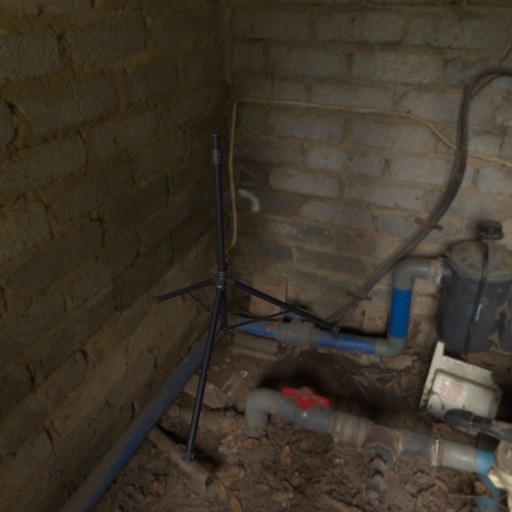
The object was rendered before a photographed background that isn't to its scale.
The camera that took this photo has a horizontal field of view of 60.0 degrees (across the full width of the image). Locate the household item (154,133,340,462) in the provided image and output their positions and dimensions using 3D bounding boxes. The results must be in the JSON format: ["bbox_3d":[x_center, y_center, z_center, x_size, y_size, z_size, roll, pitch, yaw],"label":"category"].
[{"bbox_3d":[0.000,0.000,2.845,1.339,1.595,1.596,-8,32,-14],"label":"household item"}]
